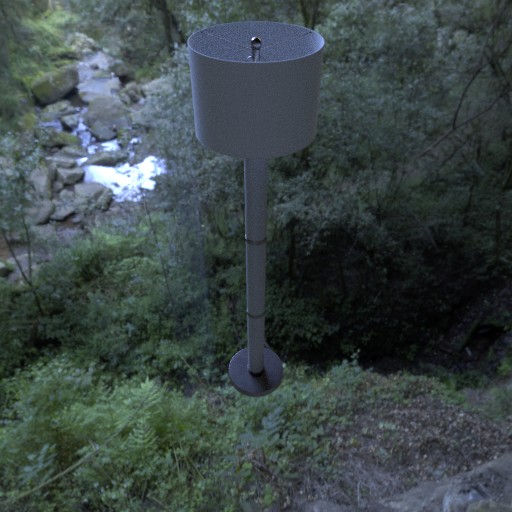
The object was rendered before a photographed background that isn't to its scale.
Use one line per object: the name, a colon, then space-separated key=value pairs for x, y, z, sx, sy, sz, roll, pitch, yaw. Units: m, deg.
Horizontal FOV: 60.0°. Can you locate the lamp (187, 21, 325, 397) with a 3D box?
lamp: x=0.000 y=0.000 z=1.743 sx=0.377 sy=1.599 sz=0.377 roll=0 pitch=42 yaw=0
